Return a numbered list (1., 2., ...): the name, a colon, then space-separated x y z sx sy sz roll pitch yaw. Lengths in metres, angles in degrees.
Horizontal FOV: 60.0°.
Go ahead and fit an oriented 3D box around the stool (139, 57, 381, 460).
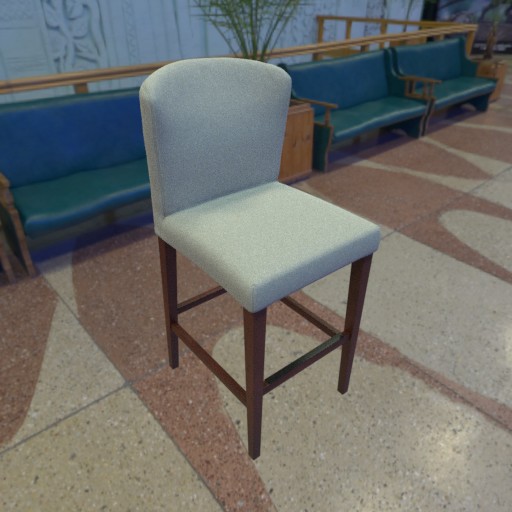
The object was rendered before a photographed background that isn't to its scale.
1. stool: 0.000 0.000 1.368 0.479 1.069 0.568 -23 38 -32
